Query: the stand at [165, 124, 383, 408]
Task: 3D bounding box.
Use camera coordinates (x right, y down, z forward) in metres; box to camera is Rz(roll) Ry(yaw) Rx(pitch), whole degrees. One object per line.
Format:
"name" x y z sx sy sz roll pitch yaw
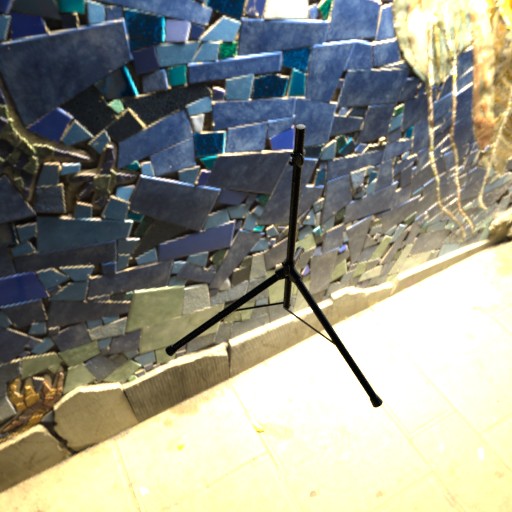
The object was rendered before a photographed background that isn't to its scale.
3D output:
"stand" 0.000 0.000 1.846 0.907 1.136 1.045 -10 46 -10
